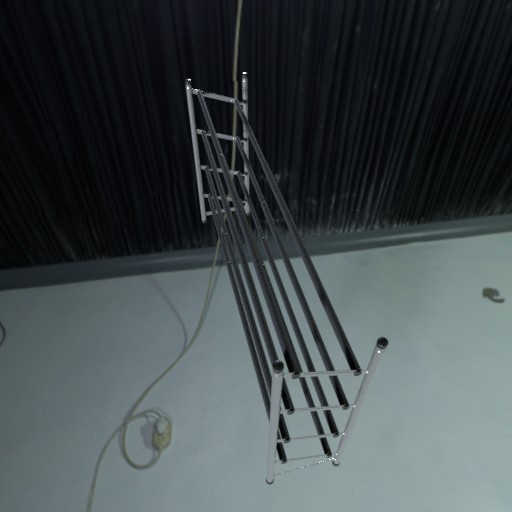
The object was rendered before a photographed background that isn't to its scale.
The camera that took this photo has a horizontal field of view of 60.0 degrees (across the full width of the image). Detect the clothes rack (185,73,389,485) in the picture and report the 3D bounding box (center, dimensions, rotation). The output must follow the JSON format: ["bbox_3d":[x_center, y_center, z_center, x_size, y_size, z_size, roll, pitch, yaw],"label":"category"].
[{"bbox_3d":[0.000,0.000,1.439,0.229,0.672,1.168,-10,48,-10],"label":"clothes rack"}]
